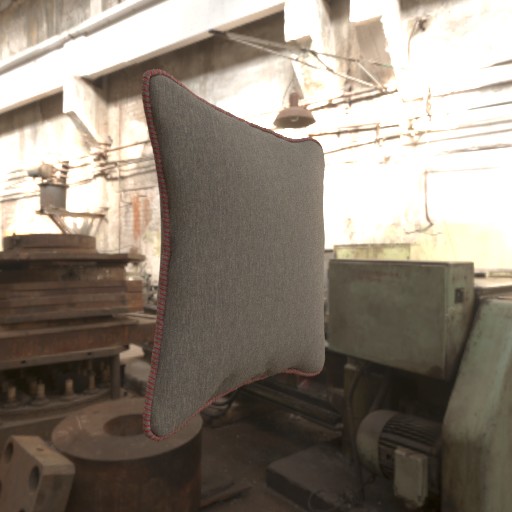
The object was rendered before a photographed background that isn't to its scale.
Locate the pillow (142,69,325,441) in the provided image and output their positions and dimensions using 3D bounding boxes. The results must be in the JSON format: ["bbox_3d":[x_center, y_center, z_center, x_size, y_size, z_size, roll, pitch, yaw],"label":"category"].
[{"bbox_3d":[0.000,0.000,0.757,0.124,0.491,0.482,0,0,37],"label":"pillow"}]
